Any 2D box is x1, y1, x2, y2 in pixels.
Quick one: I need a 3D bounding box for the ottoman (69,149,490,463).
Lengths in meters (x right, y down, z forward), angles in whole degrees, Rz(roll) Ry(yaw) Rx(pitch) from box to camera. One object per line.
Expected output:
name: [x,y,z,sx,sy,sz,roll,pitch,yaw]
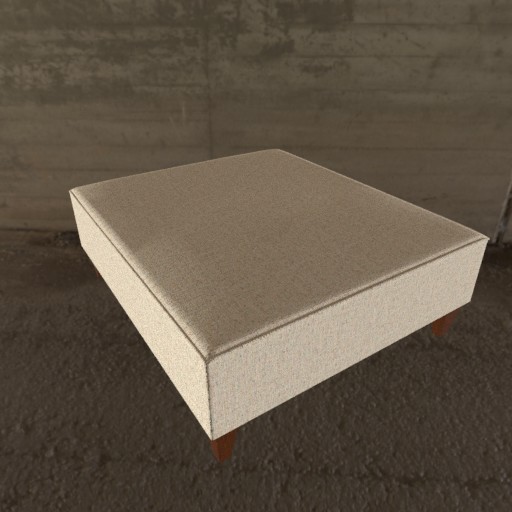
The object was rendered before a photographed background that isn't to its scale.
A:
ottoman: [0.000,0.000,1.204,0.736,0.303,0.835,-18,35,-28]
